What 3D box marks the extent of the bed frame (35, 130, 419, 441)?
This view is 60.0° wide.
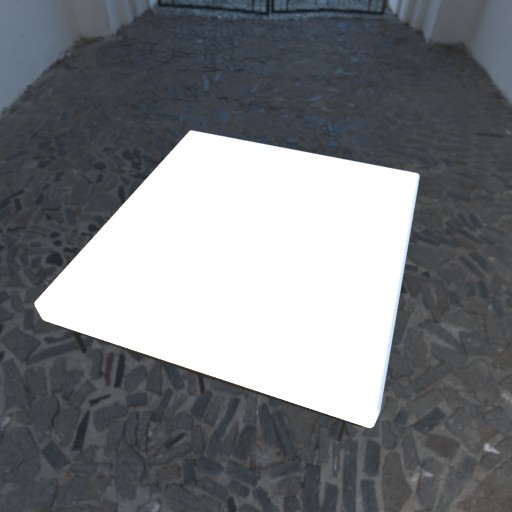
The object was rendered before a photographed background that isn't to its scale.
[{"bbox_3d":[0.000,0.000,3.104,1.935,0.525,2.033,14,47,14],"label":"bed frame"}]
